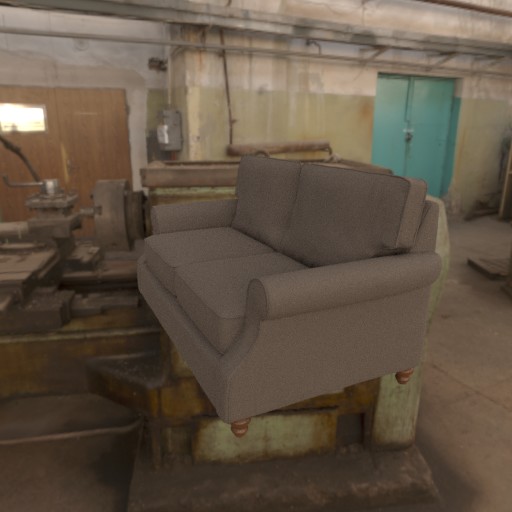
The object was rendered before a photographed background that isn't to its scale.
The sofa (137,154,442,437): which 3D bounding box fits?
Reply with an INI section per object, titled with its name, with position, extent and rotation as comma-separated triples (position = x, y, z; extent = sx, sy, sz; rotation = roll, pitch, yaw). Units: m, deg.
[sofa]
position = 0.000, 0.000, 2.291
extent = 0.964, 0.937, 1.665
rotation = -8, 18, -25
